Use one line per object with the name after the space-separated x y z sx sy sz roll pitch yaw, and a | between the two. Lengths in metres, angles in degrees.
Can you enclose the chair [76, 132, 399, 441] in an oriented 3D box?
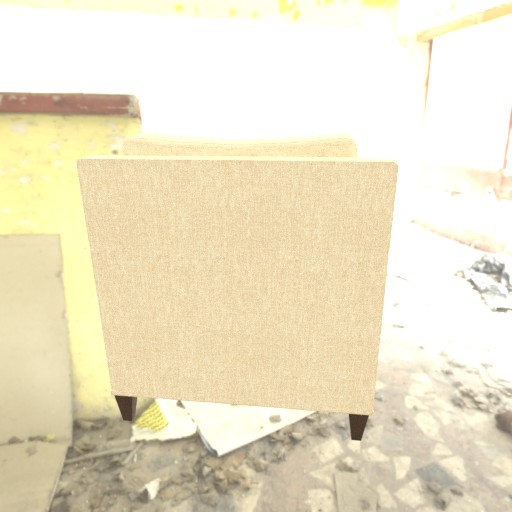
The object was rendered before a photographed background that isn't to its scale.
0.000 0.000 1.728 0.838 0.940 1.041 2 17 7 | chair
